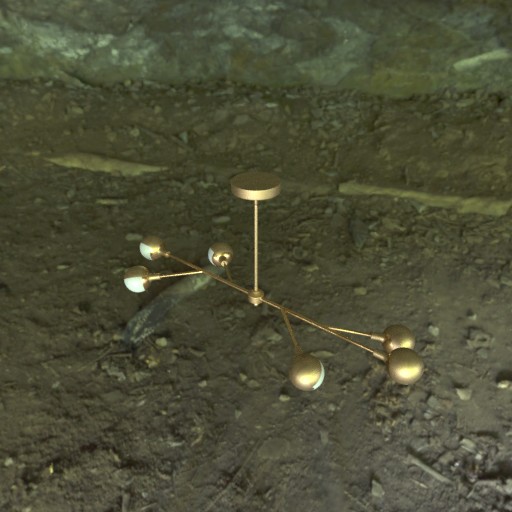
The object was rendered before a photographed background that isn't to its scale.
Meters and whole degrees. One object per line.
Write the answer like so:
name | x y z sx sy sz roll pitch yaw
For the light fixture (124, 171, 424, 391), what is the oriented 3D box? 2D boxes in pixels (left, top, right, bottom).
light fixture | 0.000 0.000 0.999 0.434 0.362 0.778 -21 38 -30
